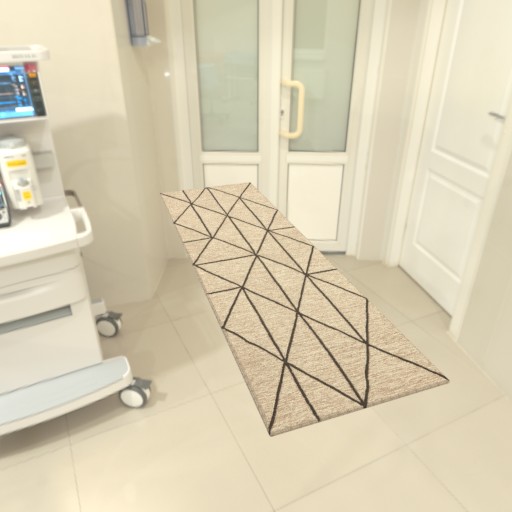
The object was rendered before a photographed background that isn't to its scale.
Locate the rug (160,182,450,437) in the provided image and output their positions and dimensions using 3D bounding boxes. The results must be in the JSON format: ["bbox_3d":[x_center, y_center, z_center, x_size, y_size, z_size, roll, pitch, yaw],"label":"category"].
[{"bbox_3d":[0.000,0.000,2.640,0.762,0.012,2.438,-10,31,-17],"label":"rug"}]
